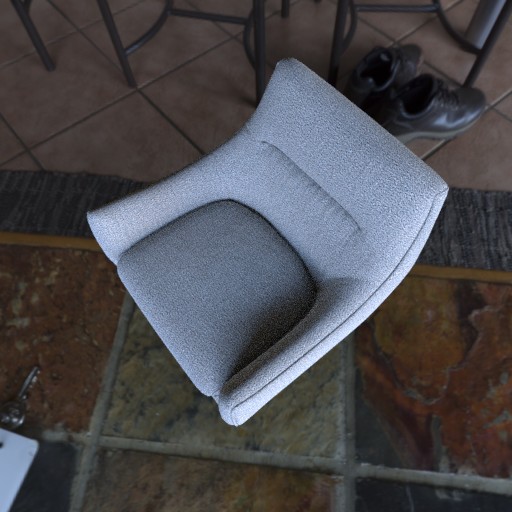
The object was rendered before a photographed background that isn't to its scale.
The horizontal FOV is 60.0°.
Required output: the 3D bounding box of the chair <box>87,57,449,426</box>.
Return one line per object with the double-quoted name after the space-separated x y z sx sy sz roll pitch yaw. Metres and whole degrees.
0.000 0.000 1.450 0.787 0.838 0.762 -35 67 -17 "chair"
